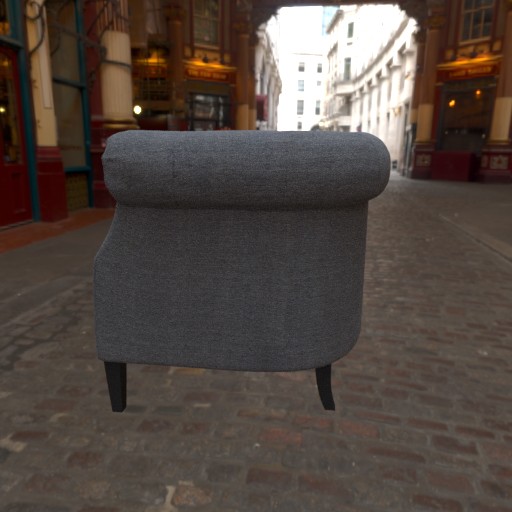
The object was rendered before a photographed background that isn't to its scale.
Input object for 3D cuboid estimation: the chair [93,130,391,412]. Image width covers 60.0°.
[{"bbox_3d":[0.000,0.000,1.538,0.852,0.827,0.905,2,14,8],"label":"chair"}]
